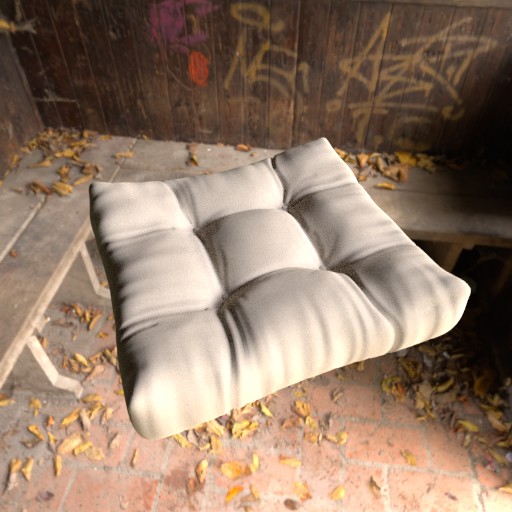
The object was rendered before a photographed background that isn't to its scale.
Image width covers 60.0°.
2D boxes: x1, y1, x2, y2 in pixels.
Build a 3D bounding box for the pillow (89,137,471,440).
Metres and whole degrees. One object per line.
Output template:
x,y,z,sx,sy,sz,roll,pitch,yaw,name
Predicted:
0.000,0.000,0.734,0.490,0.128,0.468,-15,48,-15,pillow
